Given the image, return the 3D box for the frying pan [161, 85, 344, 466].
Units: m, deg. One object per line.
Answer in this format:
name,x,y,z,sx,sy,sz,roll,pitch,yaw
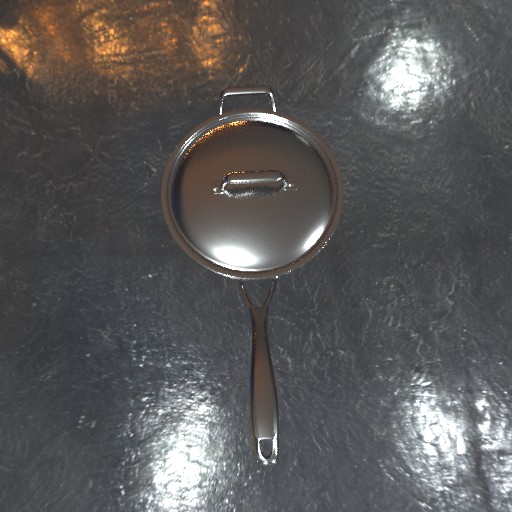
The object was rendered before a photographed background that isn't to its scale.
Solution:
frying pan,0.000,0.000,0.584,0.245,0.111,0.492,-3,75,-1
